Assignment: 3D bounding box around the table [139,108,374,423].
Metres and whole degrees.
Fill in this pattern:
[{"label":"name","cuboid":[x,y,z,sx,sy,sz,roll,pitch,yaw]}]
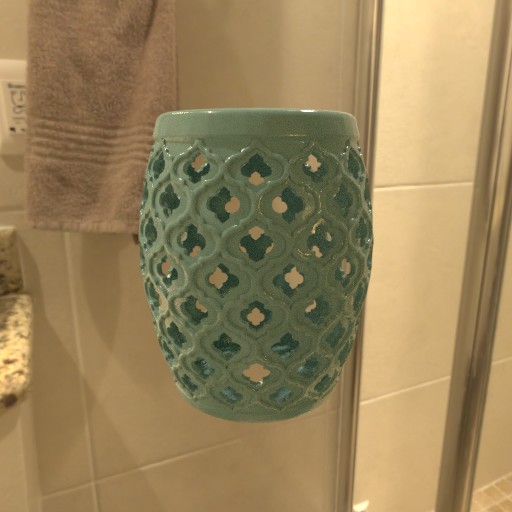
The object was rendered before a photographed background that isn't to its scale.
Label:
[{"label":"table","cuboid":[0.000,0.000,0.639,0.325,0.388,0.325,0,14,0]}]
